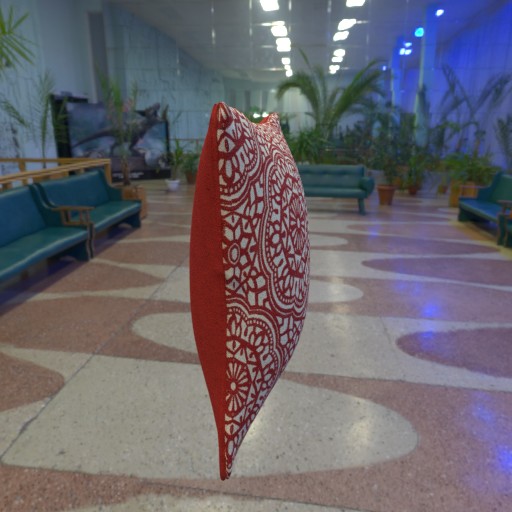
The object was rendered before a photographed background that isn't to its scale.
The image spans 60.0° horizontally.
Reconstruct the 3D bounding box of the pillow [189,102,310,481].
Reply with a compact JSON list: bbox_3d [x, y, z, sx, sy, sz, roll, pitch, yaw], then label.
[{"bbox_3d":[0.000,0.000,0.663,0.162,0.419,0.438,3,17,9],"label":"pillow"}]
